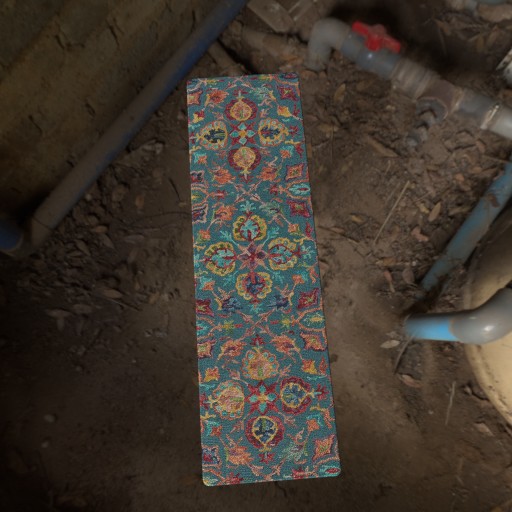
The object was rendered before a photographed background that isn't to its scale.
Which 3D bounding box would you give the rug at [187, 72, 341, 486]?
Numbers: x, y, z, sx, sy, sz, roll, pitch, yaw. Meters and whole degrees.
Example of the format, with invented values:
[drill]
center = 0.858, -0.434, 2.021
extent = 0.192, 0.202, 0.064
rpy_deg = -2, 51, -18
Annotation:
[rug]
center = 0.000, 0.000, 2.454
extent = 0.686, 0.013, 2.286
rpy_deg = -4, 76, -1
